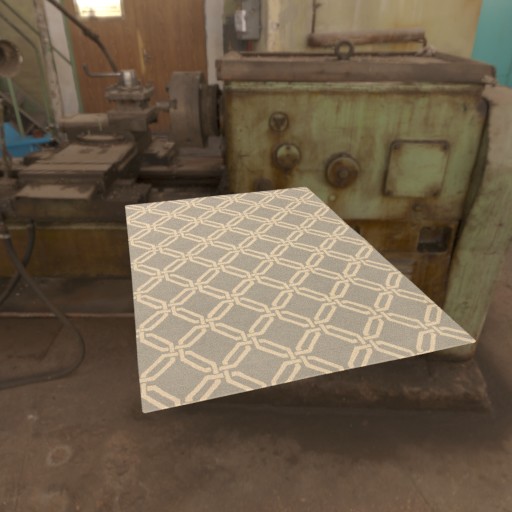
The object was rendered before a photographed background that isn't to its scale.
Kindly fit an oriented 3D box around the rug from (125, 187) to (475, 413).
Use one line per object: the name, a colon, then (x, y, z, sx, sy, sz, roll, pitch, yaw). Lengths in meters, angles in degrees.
rug: (0.000, 0.000, 2.769, 1.522, 0.013, 2.133, -8, 30, -14)
